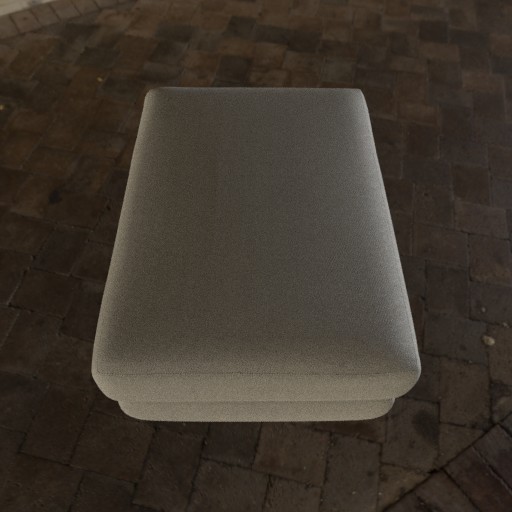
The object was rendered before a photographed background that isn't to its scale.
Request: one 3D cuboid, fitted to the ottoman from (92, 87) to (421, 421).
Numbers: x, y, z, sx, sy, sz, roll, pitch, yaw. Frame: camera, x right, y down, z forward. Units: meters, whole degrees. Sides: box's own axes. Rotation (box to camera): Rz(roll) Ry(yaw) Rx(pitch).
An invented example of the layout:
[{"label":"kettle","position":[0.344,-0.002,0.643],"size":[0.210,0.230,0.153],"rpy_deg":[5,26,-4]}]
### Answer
[{"label":"ottoman","position":[0.000,0.000,1.090],"size":[0.569,0.504,0.773],"rpy_deg":[0,57,0]}]
